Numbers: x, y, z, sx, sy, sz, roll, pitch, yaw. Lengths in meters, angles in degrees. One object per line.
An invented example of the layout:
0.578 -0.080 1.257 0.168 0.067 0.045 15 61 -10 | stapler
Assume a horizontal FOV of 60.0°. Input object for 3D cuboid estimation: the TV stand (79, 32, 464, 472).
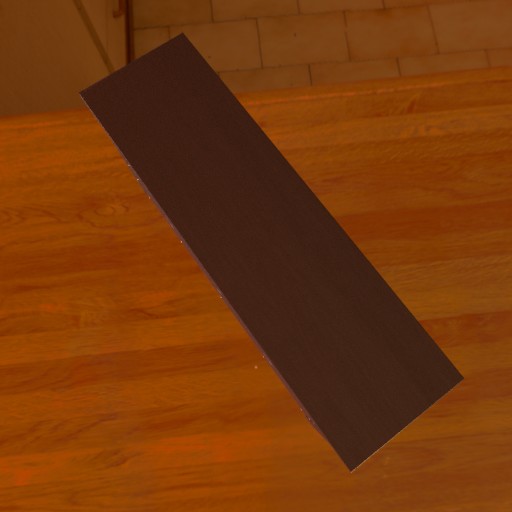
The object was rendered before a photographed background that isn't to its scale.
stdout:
0.000 0.000 1.464 0.347 0.681 1.198 -35 79 -8 | TV stand
